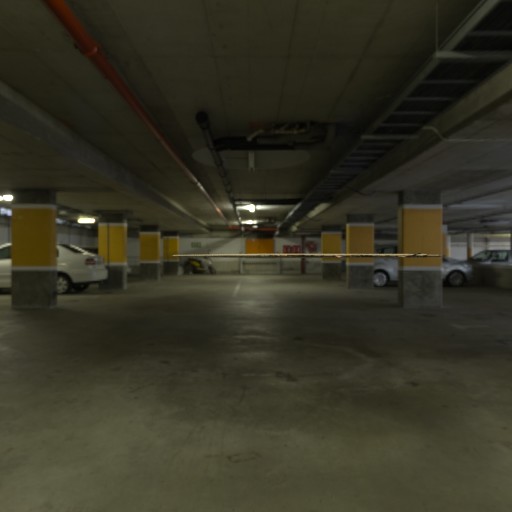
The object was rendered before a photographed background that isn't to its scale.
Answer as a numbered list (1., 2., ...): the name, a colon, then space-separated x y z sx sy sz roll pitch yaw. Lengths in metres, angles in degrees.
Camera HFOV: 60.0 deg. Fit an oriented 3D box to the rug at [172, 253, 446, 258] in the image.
1. rug: 0.000 0.000 2.718 0.729 0.021 2.438 0 0 -18
